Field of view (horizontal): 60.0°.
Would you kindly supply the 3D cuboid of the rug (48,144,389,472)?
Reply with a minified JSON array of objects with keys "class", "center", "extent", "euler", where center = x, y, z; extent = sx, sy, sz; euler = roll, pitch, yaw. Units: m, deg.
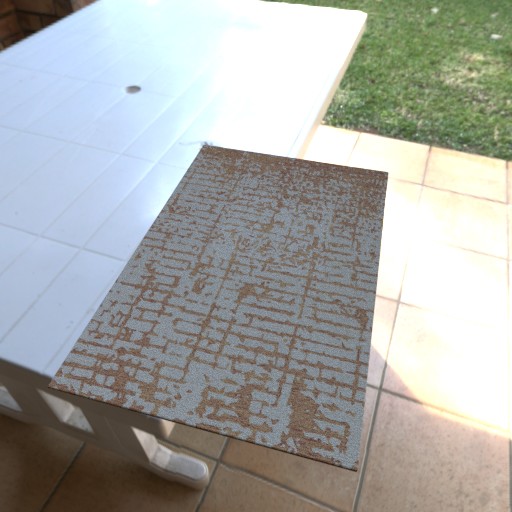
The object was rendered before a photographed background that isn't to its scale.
[{"class":"rug","center":[0.000,0.000,2.256],"extent":[1.219,0.011,1.829],"euler":[11,47,10]}]
